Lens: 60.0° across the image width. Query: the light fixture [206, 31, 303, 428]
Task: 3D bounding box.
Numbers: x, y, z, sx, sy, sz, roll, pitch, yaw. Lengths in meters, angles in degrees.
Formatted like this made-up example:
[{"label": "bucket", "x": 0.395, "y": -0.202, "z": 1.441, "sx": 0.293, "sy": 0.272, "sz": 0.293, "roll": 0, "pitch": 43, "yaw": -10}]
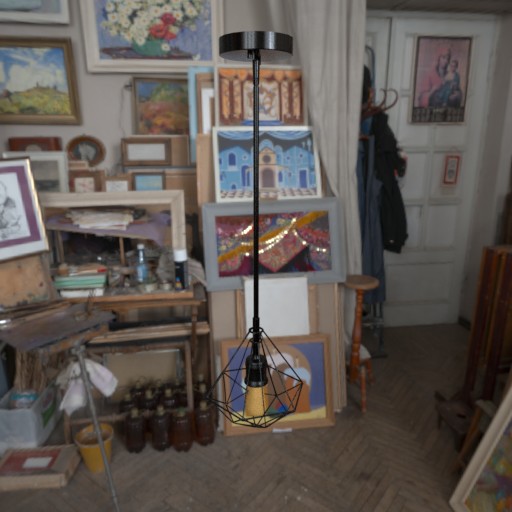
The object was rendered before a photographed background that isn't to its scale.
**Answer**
[{"label": "light fixture", "x": 0.000, "y": 0.000, "z": 1.975, "sx": 0.487, "sy": 1.764, "sz": 0.431, "roll": 14, "pitch": 21, "yaw": 42}]
